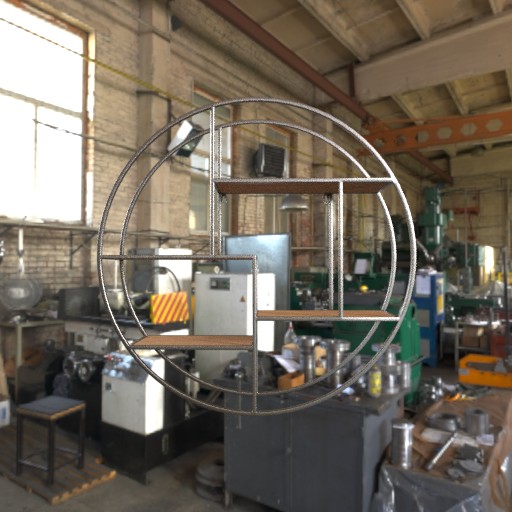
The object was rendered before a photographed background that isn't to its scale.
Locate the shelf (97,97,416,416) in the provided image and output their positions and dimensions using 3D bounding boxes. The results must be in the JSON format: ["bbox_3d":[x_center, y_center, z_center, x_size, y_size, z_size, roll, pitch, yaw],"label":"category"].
[{"bbox_3d":[0.000,0.000,1.330,0.888,0.888,0.202,0,-2,1],"label":"shelf"}]
